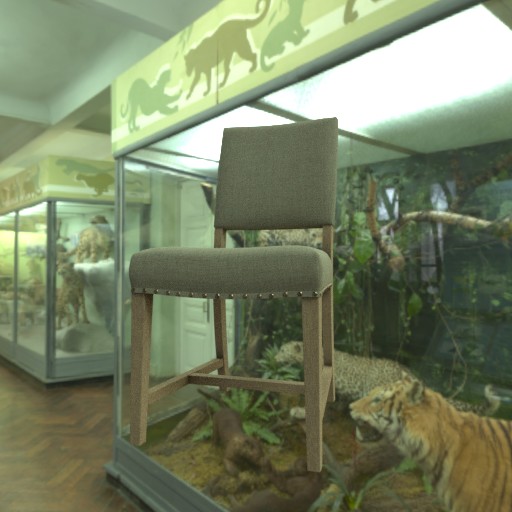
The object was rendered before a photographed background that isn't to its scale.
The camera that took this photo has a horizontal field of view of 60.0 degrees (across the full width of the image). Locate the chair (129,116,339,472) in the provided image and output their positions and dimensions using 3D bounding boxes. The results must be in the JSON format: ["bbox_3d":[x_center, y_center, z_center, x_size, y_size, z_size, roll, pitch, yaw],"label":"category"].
[{"bbox_3d":[0.000,0.000,1.366,0.508,0.986,0.622,0,-1,18],"label":"chair"}]
